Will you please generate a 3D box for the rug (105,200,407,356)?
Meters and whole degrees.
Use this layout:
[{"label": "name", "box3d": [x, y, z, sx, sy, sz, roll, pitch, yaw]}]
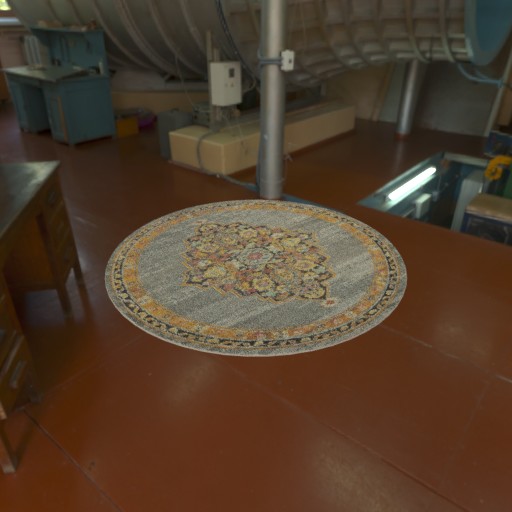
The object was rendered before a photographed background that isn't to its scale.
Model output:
[{"label": "rug", "box3d": [0.000, 0.000, 2.446, 1.598, 0.010, 1.598, 0, 30, 0]}]
